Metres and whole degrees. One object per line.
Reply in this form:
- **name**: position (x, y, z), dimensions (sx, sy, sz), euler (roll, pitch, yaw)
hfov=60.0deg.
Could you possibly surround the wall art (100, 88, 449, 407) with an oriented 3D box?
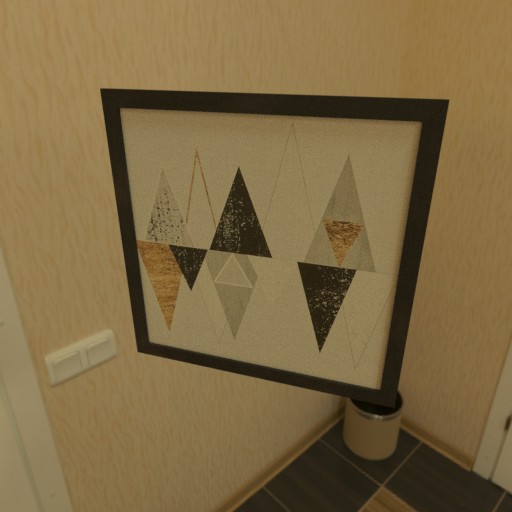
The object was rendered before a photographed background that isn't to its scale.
- **wall art**: position (0.000, 0.000, 1.190), dimensions (0.823, 0.823, 0.013), euler (8, 27, 16)
